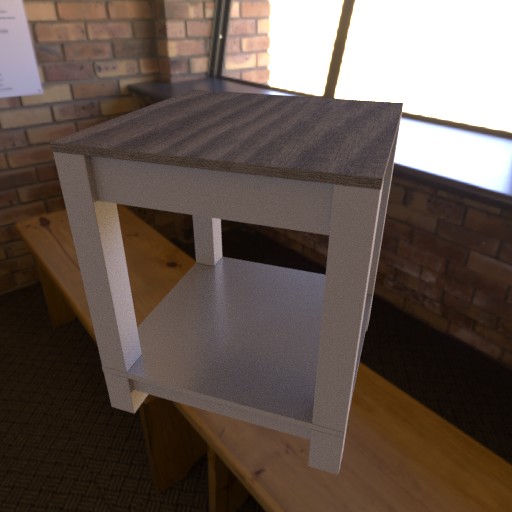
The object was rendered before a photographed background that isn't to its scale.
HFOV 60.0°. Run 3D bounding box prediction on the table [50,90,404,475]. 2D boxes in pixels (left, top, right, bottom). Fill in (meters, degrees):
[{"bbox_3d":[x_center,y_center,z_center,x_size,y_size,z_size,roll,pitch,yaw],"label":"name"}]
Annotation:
[{"bbox_3d":[0.000,0.000,0.970,0.504,0.587,0.506,10,31,16],"label":"table"}]
